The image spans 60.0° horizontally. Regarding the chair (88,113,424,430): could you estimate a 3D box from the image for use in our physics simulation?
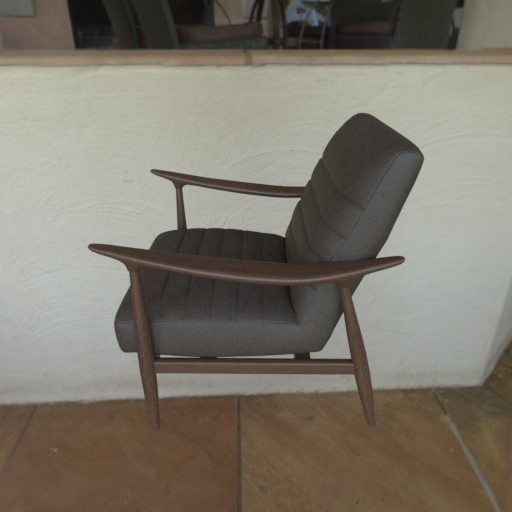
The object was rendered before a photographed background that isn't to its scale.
[{"bbox_3d":[0.000,0.000,1.435,0.798,0.831,0.741,0,27,1],"label":"chair"}]
